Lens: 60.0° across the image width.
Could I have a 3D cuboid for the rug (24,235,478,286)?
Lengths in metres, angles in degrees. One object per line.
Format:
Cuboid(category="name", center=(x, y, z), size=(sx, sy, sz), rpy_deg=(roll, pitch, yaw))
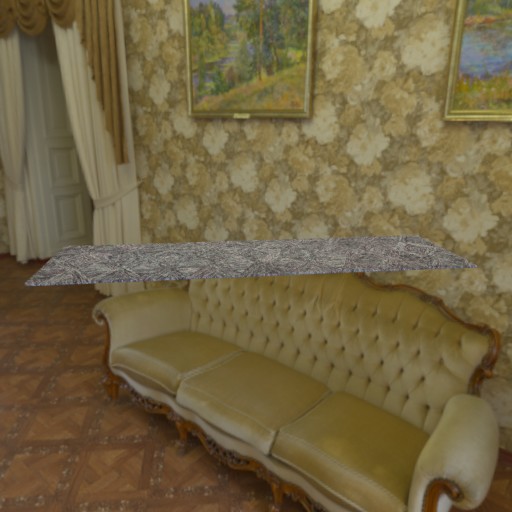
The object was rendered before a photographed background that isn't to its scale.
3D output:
Cuboid(category="rug", center=(0.000, 0.000, 2.556), size=(2.305, 0.013, 0.719), rpy_deg=(-2, 17, -7))
